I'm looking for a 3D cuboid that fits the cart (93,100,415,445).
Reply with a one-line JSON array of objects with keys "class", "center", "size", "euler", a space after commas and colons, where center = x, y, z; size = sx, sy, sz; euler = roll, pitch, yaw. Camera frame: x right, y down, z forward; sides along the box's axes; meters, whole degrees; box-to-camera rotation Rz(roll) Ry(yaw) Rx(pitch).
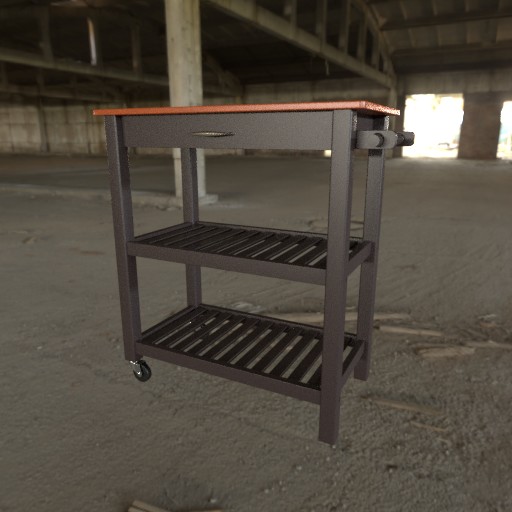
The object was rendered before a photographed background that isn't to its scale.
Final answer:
[{"class": "cart", "center": [0.000, 0.000, 1.477], "size": [0.899, 0.927, 0.457], "euler": [8, 17, 26]}]
